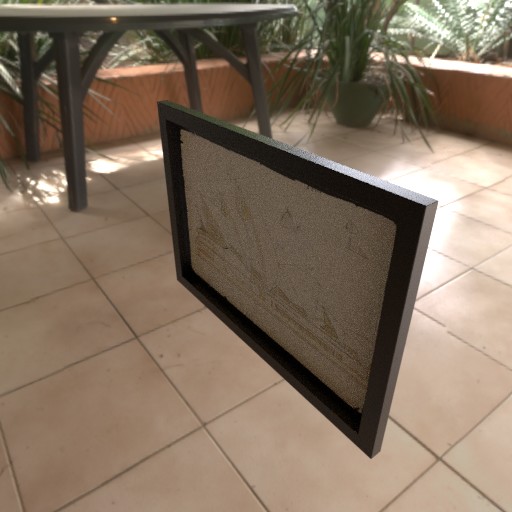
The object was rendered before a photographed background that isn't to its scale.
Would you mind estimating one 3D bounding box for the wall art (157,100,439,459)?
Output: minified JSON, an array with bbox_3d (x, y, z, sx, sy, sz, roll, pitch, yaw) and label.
[{"bbox_3d":[0.000,0.000,0.841,0.027,0.458,0.657,-22,37,-31],"label":"wall art"}]
